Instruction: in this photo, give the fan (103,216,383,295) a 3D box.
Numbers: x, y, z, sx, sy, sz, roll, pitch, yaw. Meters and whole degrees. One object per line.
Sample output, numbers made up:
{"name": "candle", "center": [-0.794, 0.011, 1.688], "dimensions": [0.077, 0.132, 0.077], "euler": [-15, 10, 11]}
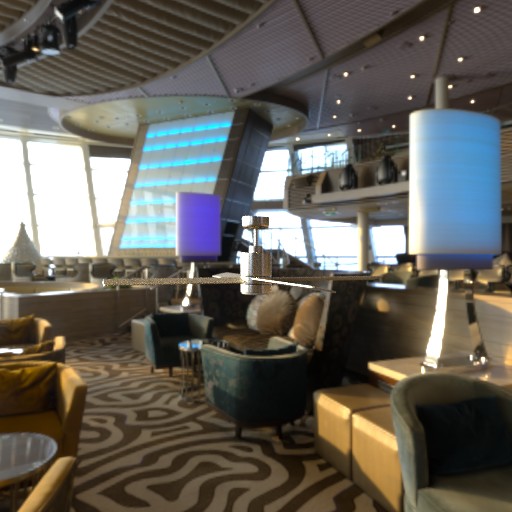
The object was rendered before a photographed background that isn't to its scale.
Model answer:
{"name": "fan", "center": [0.000, 0.000, 2.026], "dimensions": [1.322, 0.355, 1.322], "euler": [0, 0, -19]}
